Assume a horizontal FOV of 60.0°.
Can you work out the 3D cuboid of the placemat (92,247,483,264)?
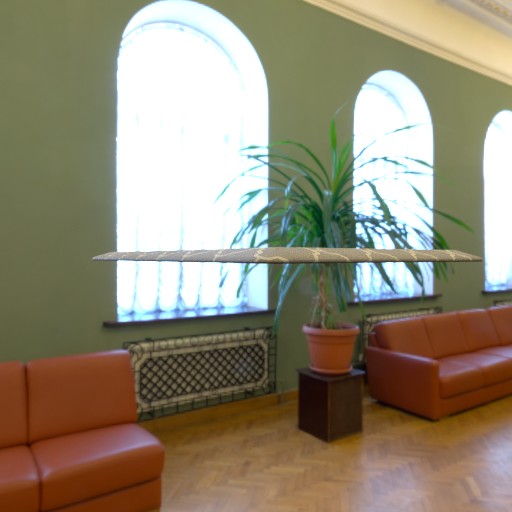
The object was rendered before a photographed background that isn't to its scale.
[{"bbox_3d":[0.000,0.000,0.968,0.508,0.021,0.762,0,0,-36],"label":"placemat"}]
